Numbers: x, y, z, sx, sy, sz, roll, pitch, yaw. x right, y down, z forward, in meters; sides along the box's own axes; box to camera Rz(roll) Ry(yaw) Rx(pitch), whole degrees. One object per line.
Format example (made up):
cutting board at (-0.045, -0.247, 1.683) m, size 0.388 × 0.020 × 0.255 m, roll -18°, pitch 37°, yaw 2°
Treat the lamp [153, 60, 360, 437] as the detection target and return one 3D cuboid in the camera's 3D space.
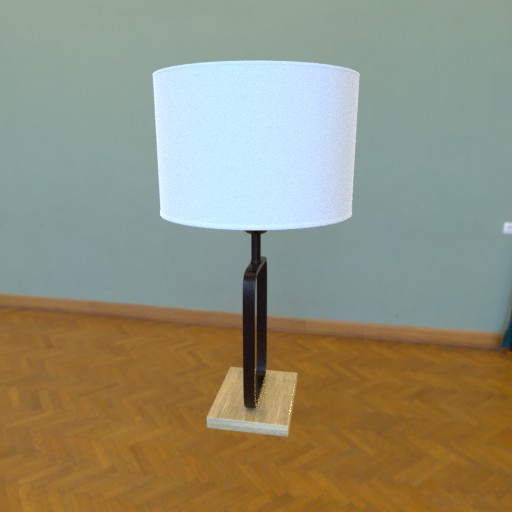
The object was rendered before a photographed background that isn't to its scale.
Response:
lamp at (0.000, 0.000, 0.675) m, size 0.279 × 0.508 × 0.279 m, roll 3°, pitch 15°, yaw 10°
